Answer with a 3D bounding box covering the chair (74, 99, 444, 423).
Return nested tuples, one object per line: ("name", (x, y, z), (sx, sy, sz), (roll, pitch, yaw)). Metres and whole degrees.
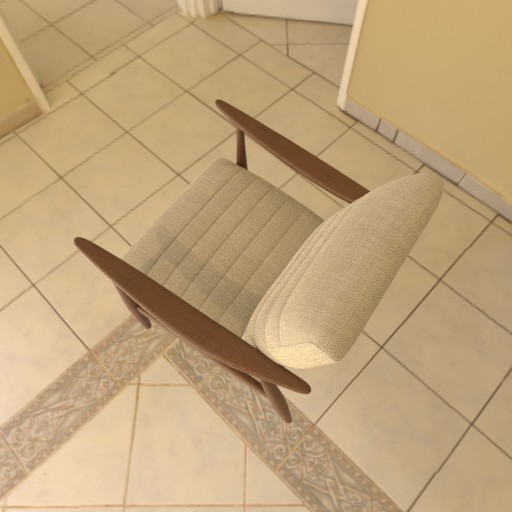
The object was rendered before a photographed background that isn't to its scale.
("chair", (0.000, 0.000, 1.446), (0.798, 0.832, 0.741), (32, 67, 15))
